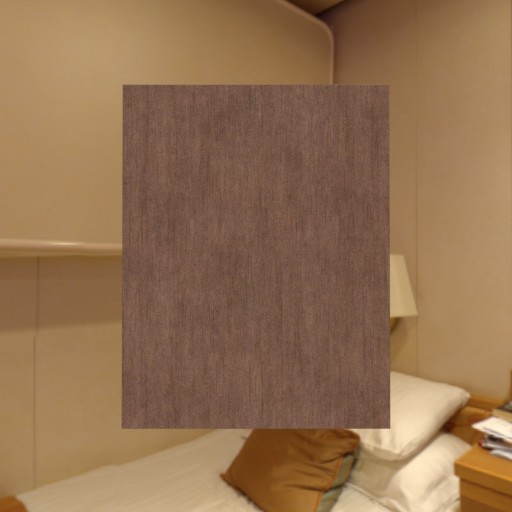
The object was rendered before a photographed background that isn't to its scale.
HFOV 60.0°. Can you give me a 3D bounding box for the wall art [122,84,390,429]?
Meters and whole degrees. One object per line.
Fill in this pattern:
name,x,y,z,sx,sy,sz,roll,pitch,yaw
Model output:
wall art,0.000,0.000,0.892,0.534,0.686,0.018,0,-1,0
